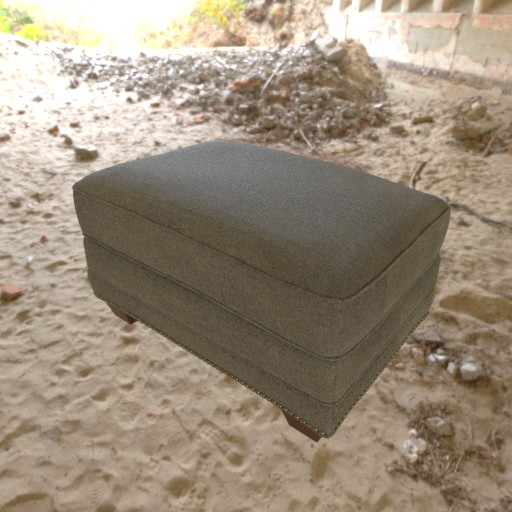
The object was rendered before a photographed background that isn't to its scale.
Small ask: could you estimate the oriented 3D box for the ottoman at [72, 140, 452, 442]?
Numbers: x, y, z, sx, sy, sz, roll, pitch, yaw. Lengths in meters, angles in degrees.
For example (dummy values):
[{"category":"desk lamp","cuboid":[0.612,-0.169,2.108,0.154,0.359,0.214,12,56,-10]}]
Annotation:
[{"category":"ottoman","cuboid":[0.000,0.000,1.159,0.813,0.457,0.561,22,35,34]}]
